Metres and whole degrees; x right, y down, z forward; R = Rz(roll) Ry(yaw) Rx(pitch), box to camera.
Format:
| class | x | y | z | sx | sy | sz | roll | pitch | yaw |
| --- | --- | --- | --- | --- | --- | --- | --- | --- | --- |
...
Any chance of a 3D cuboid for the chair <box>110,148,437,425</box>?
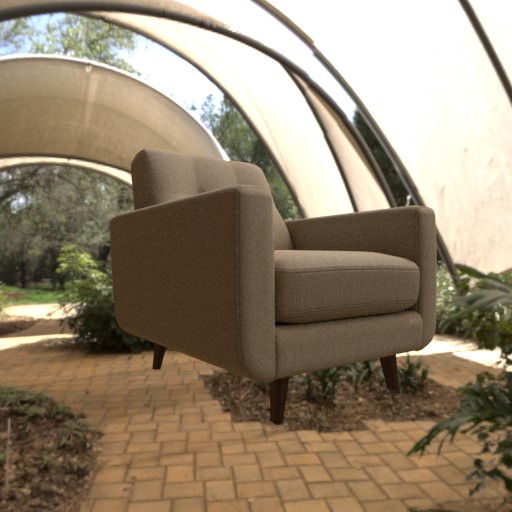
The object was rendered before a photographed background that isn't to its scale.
| class | x | y | z | sx | sy | sz | roll | pitch | yaw |
| --- | --- | --- | --- | --- | --- | --- | --- | --- | --- |
| chair | 0.000 | 0.000 | 1.802 | 0.897 | 0.965 | 1.128 | 0 | -1 | -36 |
